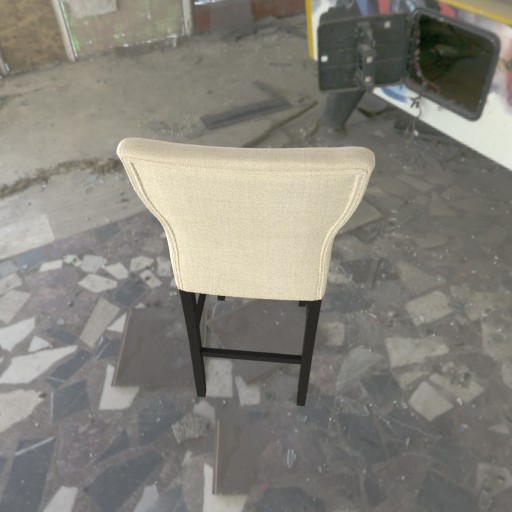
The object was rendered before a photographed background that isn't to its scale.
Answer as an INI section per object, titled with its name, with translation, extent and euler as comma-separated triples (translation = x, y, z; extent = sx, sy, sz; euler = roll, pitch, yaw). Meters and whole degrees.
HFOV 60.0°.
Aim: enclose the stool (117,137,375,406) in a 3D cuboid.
[stool]
translation = 0.000, 0.000, 1.439
extent = 0.516, 1.124, 0.603
euler = 4, 45, 4
